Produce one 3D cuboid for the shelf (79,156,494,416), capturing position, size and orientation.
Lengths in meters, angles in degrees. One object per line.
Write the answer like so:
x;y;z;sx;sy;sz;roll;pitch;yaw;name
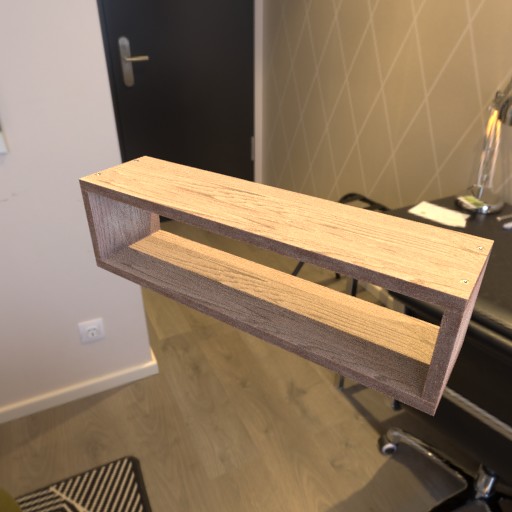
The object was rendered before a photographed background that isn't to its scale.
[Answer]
0.000;0.000;0.685;0.610;0.170;0.150;19;35;29;shelf
